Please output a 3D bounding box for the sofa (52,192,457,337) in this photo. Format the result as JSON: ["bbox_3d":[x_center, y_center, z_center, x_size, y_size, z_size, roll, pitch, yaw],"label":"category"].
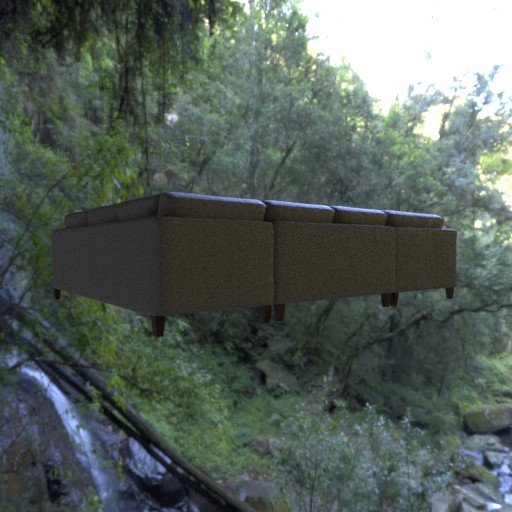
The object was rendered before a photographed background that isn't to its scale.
[{"bbox_3d":[0.000,0.000,4.573,3.403,0.889,2.551,-1,1,-37],"label":"sofa"}]
